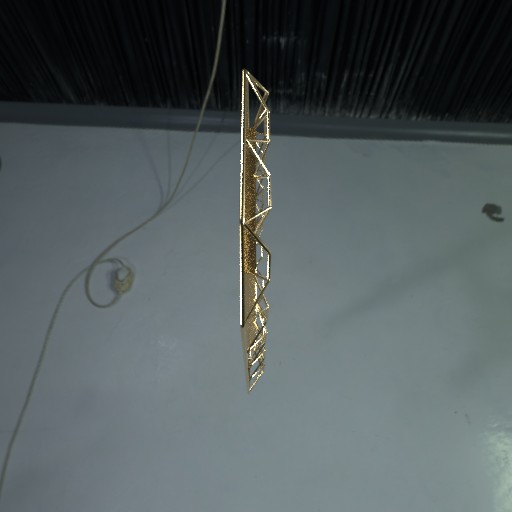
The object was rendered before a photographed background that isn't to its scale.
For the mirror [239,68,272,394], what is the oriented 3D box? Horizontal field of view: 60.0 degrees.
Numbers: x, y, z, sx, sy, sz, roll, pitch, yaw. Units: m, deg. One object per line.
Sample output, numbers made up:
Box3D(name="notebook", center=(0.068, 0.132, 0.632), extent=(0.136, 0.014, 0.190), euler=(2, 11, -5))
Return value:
Box3D(name="mirror", center=(0.000, 0.000, 1.116), extent=(0.051, 0.870, 0.572), euler=(0, 64, 0))
